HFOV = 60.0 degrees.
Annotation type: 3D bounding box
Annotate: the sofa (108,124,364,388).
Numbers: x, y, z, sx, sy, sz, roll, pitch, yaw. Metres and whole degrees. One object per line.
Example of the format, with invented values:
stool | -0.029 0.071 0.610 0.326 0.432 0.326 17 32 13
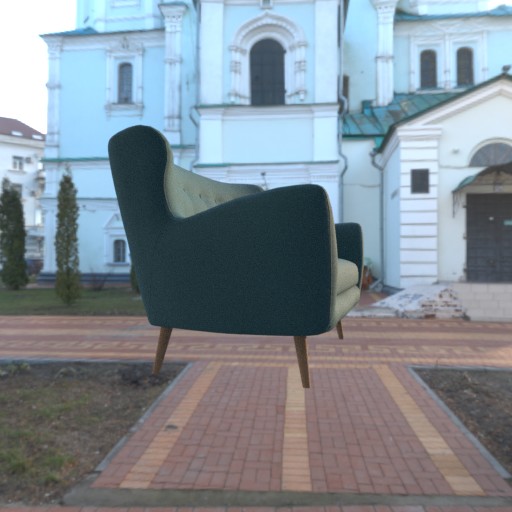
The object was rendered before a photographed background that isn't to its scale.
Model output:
sofa | 0.000 0.000 2.044 0.889 0.889 1.397 0 -1 18
